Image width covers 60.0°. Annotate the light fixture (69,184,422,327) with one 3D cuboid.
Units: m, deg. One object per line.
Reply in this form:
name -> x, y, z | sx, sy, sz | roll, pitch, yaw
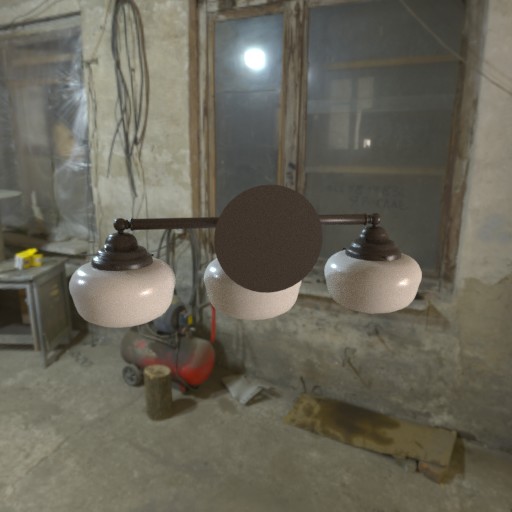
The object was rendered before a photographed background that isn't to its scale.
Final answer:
light fixture -> 0.000, 0.000, 0.704 | 0.587, 0.242, 0.239 | -2, 13, -8
